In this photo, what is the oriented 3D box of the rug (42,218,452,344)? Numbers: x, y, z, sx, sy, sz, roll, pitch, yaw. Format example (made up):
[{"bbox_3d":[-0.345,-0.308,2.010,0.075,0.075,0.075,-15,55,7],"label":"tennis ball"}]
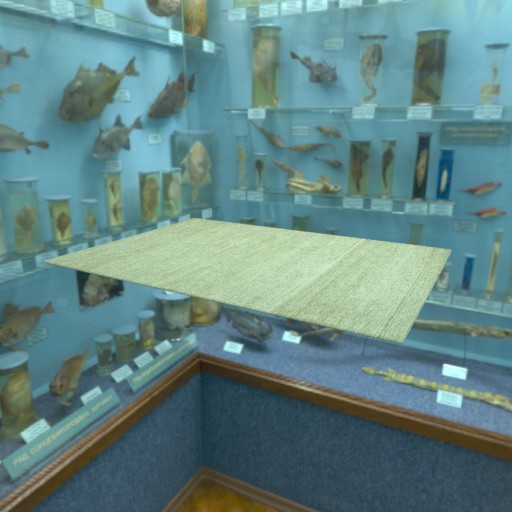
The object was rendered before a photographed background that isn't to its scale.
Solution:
[{"bbox_3d":[0.000,0.000,2.991,2.270,0.017,1.606,9,19,28],"label":"rug"}]
